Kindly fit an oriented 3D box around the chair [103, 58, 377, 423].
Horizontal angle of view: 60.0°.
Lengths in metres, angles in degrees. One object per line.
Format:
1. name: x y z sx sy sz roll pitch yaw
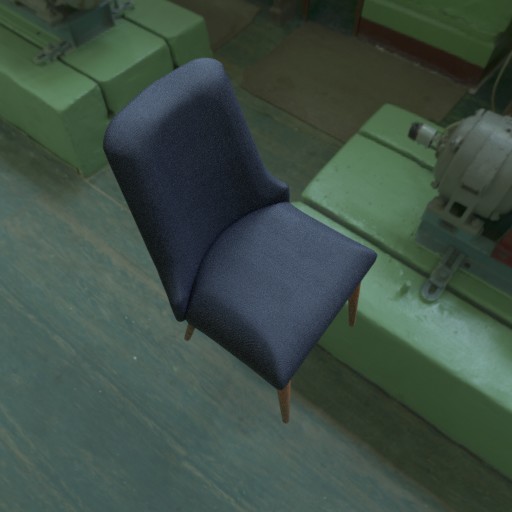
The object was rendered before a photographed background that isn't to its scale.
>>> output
1. chair: 0.000 0.000 1.187 0.567 0.820 0.504 32 63 19
